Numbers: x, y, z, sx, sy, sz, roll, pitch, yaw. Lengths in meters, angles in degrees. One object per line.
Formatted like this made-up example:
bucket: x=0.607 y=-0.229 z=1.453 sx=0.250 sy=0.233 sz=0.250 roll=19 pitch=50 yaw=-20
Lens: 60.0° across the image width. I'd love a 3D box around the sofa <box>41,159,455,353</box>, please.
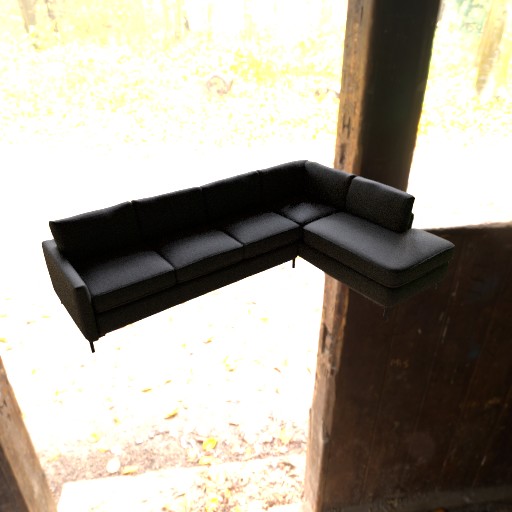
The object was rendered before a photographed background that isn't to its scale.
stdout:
sofa: x=0.000 y=0.000 z=3.807 sx=2.972 sy=0.858 sz=1.984 roll=-20 pitch=35 yaw=-32
